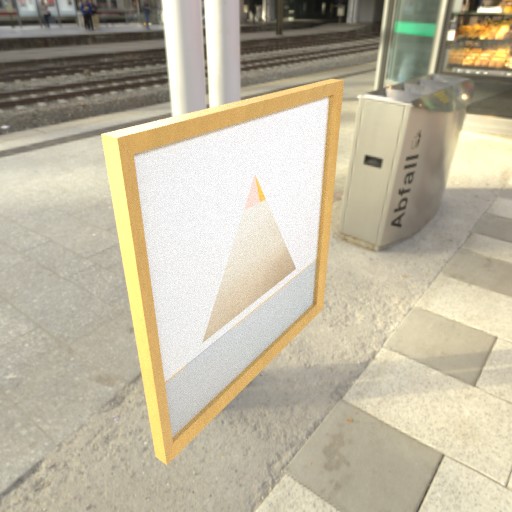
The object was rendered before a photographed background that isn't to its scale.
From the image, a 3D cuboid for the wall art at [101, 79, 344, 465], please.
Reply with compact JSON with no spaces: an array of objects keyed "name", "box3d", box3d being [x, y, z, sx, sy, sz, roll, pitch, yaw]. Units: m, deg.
[{"name":"wall art","box3d":[0.000,0.000,2.867,0.097,1.936,1.935,19,35,31]}]
